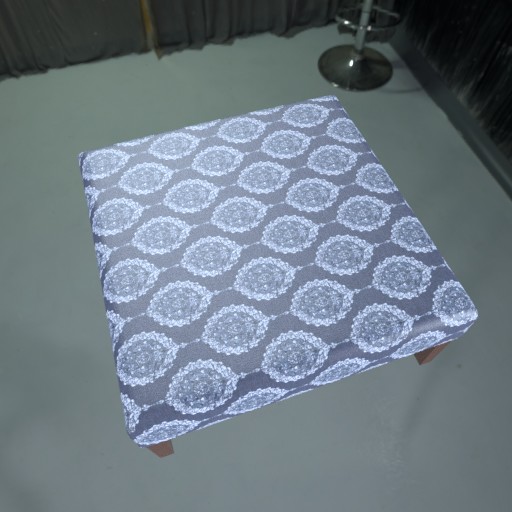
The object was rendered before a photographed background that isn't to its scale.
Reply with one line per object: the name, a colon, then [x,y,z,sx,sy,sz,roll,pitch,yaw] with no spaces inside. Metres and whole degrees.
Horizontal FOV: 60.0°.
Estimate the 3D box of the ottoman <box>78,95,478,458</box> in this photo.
ottoman: [0.000,0.000,1.376,0.890,0.409,0.889,-16,59,-10]
